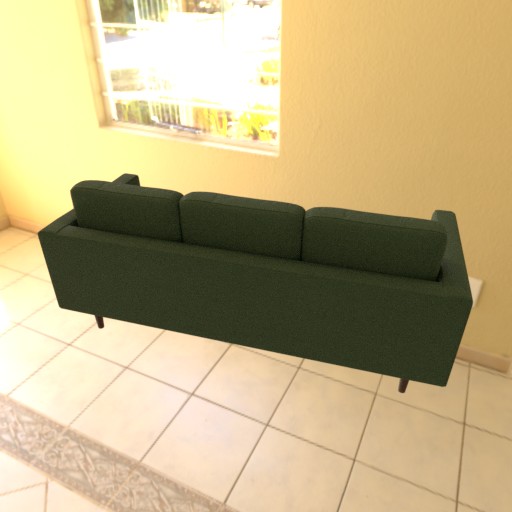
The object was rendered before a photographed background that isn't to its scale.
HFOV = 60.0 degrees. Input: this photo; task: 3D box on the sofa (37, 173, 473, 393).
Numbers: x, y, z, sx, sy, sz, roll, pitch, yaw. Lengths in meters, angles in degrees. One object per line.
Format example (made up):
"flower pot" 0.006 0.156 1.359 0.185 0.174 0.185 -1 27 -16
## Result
"sofa" 0.000 0.000 2.446 2.029 0.899 0.879 9 33 14
